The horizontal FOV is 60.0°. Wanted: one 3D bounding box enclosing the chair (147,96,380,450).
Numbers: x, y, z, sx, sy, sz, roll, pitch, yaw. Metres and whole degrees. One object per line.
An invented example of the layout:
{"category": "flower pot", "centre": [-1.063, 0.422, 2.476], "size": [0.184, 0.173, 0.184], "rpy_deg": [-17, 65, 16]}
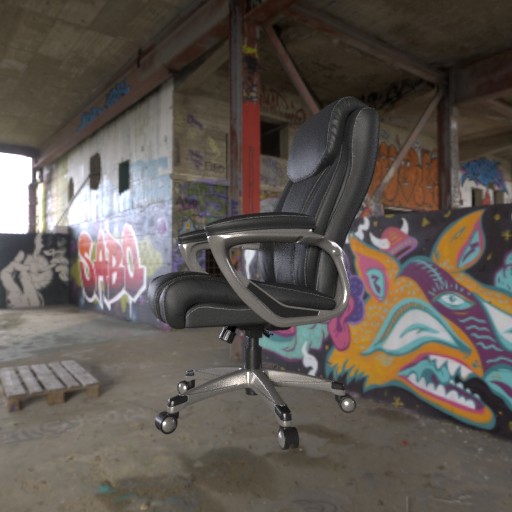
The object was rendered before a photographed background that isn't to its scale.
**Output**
{"category": "chair", "centre": [0.000, 0.000, 1.667], "size": [0.784, 1.167, 0.741], "rpy_deg": [0, -1, -18]}
